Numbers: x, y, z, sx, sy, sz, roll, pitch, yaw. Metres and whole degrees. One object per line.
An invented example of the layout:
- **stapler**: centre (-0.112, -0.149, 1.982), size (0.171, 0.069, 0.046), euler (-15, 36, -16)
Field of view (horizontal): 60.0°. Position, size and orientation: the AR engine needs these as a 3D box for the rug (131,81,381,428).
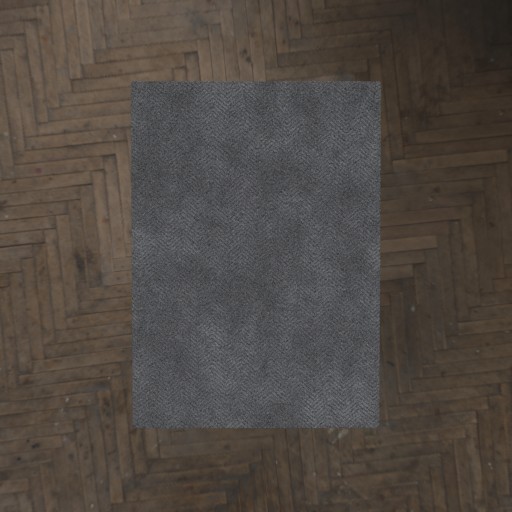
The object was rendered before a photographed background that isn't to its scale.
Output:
- **rug**: centre (0.000, 0.000, 2.860), size (1.600, 0.008, 2.235), euler (0, 91, 0)
